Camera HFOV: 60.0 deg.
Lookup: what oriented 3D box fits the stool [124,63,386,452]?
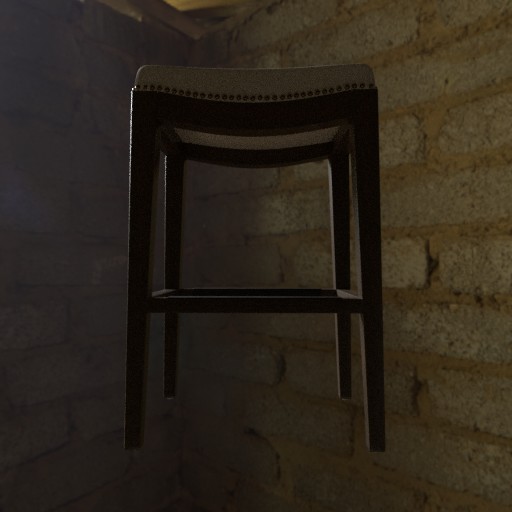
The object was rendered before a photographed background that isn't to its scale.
[{"bbox_3d":[0.000,0.000,1.028,0.498,0.759,0.358,0,-1,1],"label":"stool"}]
